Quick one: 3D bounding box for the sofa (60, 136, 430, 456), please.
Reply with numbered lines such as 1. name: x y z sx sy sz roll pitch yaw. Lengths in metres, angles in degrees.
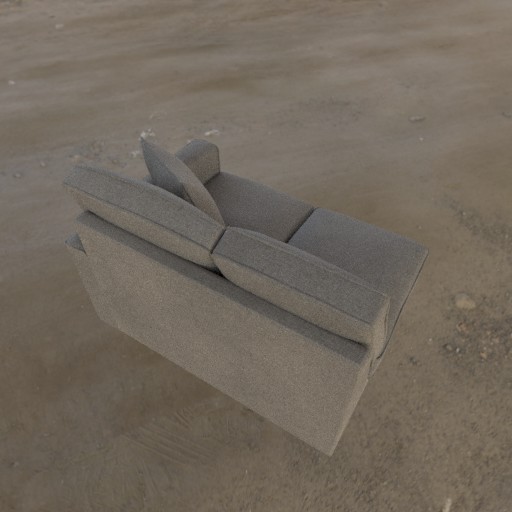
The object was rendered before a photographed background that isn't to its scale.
1. sofa: 0.000 0.000 2.067 1.388 0.989 0.991 24 52 21
